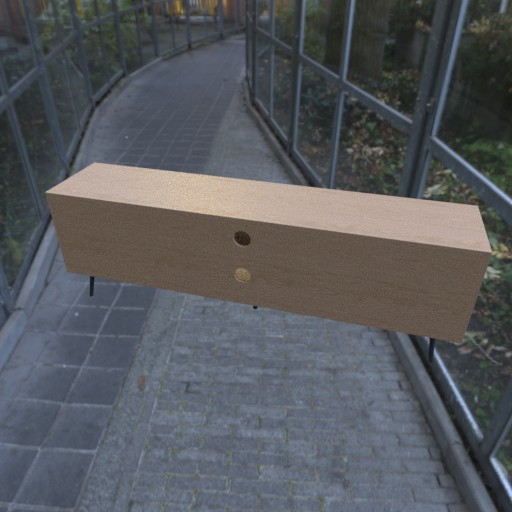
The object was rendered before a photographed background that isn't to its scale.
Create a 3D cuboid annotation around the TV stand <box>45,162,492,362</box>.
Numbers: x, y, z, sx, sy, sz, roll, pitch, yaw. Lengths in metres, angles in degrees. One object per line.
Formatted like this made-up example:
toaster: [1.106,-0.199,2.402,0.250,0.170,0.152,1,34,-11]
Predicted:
TV stand: [0.000,0.000,2.006,1.760,0.580,0.400,9,33,13]
